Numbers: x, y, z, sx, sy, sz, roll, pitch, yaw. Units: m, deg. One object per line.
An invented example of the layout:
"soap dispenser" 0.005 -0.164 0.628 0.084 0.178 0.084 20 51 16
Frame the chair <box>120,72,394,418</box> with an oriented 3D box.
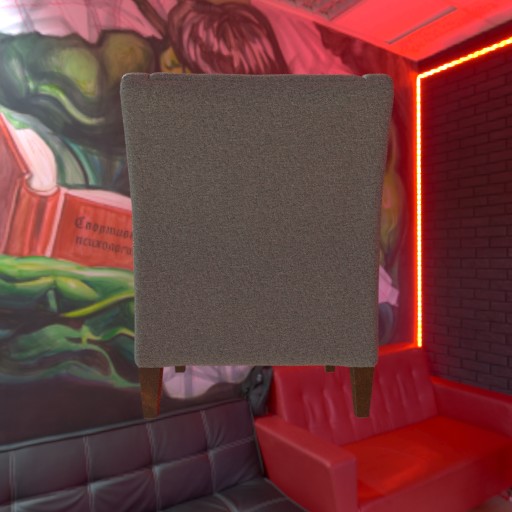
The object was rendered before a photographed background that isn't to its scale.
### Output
"chair" 0.000 0.000 1.620 0.774 1.016 0.870 0 -1 -1
